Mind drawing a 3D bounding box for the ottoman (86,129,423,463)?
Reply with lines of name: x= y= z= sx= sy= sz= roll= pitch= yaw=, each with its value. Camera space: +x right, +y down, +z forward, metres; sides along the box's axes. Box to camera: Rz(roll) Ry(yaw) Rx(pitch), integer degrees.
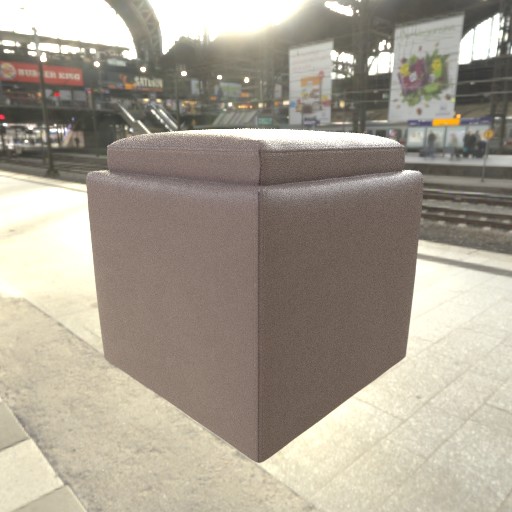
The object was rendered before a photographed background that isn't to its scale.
ottoman: x=0.000 y=0.000 z=0.840 sx=0.451 sy=0.460 sz=0.450 roll=14 pitch=20 yaw=42
